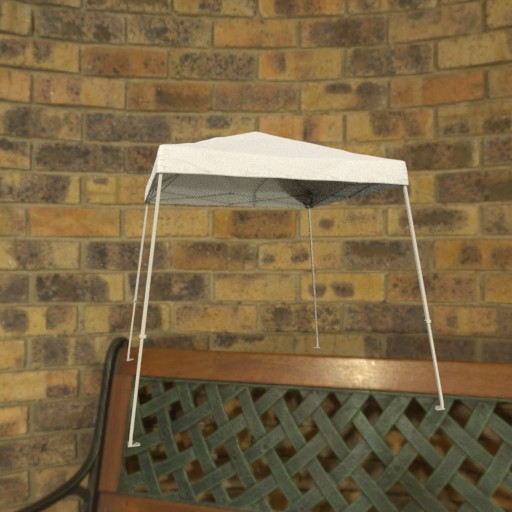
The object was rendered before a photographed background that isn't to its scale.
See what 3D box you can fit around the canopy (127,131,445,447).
[{"bbox_3d":[0.000,0.000,6.434,3.599,3.600,3.600,0,0,-16],"label":"canopy"}]
